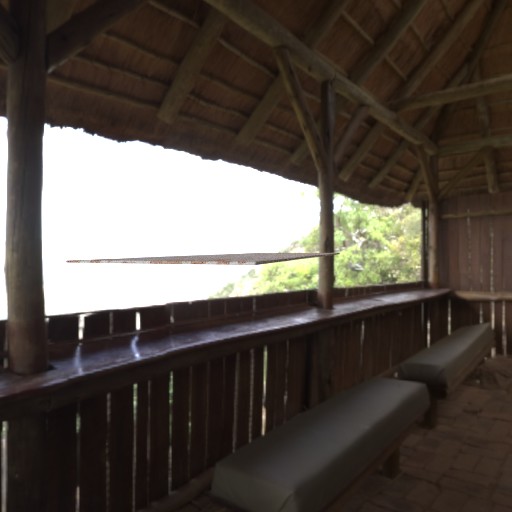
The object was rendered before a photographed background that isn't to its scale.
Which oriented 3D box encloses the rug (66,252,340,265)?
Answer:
[{"bbox_3d":[0.000,0.000,2.714,0.750,0.011,2.435,0,1,17],"label":"rug"}]
